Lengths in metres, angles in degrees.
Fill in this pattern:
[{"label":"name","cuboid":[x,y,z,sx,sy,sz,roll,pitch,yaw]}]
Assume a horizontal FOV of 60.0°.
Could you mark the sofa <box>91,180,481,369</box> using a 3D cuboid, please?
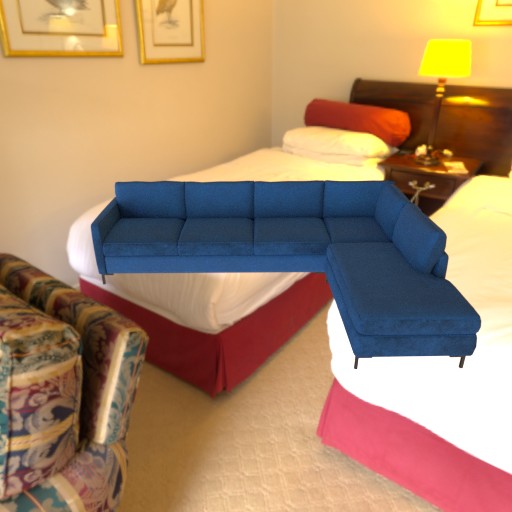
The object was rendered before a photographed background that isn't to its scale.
[{"label":"sofa","cuboid":[0.000,0.000,3.172,2.486,0.687,1.707,0,26,-1]}]
